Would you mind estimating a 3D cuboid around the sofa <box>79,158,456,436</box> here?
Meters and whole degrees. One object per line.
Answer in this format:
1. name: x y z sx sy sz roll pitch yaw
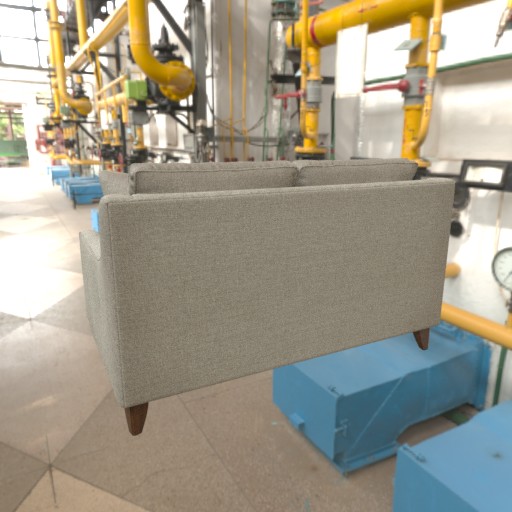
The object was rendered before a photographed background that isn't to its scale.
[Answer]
1. sofa: 0.000 0.000 1.992 1.422 0.863 0.915 -7 16 -27
